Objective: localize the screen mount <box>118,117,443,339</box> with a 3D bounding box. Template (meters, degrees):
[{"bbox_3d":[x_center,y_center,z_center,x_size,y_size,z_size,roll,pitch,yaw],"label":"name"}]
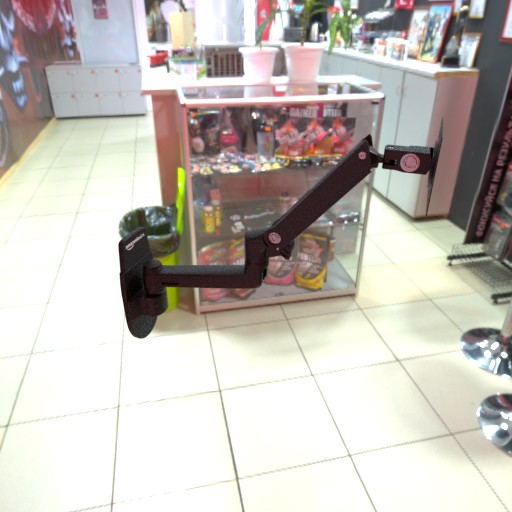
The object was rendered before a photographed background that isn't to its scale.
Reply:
[{"bbox_3d":[0.000,0.000,0.738,0.495,0.466,0.115,10,31,18],"label":"screen mount"}]
